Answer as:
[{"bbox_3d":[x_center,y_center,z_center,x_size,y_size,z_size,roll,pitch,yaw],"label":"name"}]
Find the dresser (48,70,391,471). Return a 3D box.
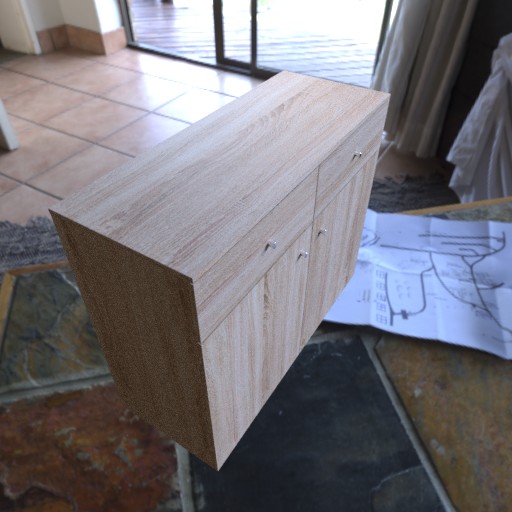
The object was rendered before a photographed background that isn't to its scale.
[{"bbox_3d":[0.000,0.000,1.590,0.450,0.900,1.100,23,47,24],"label":"dresser"}]
